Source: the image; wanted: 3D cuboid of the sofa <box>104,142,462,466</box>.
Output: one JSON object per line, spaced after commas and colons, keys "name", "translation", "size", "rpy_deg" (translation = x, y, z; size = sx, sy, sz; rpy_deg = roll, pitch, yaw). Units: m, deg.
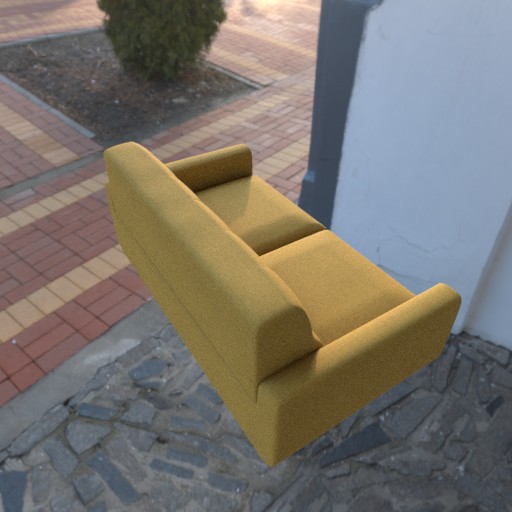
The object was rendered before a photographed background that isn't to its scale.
{"name": "sofa", "translation": [0.000, 0.000, 2.145], "size": [0.909, 0.841, 1.631], "rpy_deg": [-22, 44, -25]}
